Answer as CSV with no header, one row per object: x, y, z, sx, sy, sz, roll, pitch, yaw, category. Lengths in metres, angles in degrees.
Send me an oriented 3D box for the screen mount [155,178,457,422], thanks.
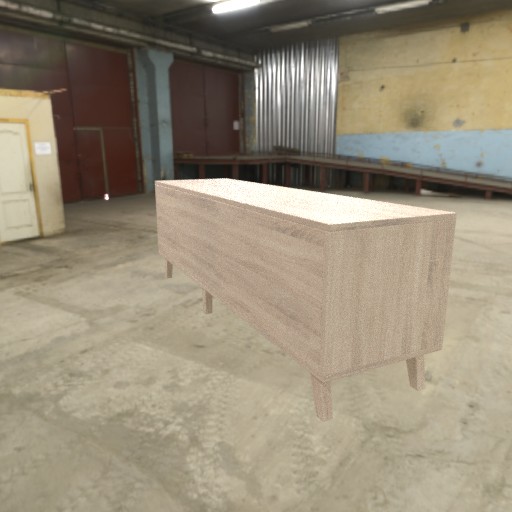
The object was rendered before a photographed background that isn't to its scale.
0.000,0.000,1.763,0.400,0.510,1.500,-7,15,-26,screen mount
